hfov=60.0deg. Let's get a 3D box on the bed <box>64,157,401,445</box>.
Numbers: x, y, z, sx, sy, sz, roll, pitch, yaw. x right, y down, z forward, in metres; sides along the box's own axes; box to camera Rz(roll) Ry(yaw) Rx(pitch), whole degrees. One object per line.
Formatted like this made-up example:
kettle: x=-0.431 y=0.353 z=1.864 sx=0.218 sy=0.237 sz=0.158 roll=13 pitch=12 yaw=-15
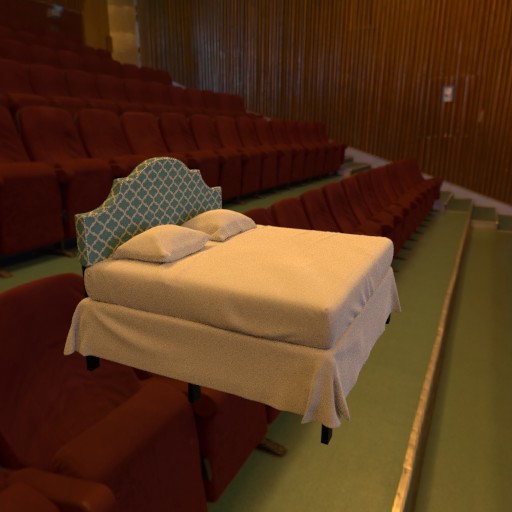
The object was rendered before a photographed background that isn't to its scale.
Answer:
bed: x=0.000 y=0.000 z=3.769 sx=2.222 sy=1.601 sz=2.314 roll=7 pitch=17 yaw=25
